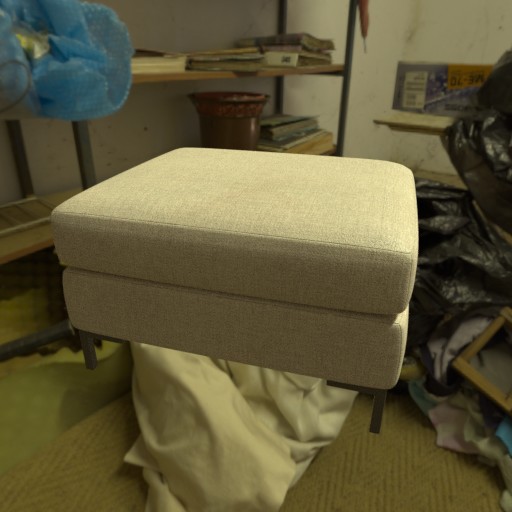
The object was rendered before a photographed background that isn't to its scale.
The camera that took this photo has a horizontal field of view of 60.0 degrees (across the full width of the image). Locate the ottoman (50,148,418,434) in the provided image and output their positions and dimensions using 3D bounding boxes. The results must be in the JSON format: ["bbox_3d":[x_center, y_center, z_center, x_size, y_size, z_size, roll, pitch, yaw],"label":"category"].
[{"bbox_3d":[0.000,0.000,1.244,0.820,0.490,0.671,7,27,15],"label":"ottoman"}]
